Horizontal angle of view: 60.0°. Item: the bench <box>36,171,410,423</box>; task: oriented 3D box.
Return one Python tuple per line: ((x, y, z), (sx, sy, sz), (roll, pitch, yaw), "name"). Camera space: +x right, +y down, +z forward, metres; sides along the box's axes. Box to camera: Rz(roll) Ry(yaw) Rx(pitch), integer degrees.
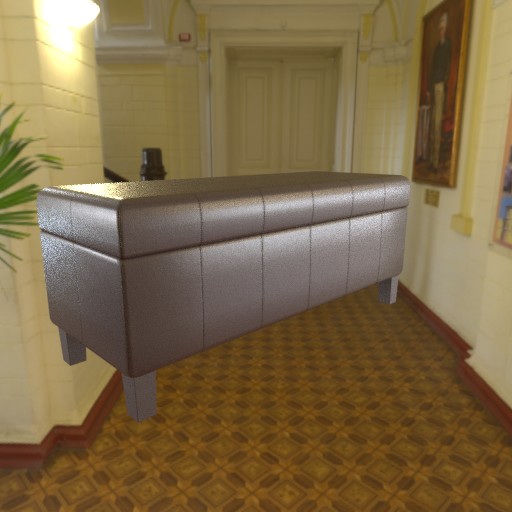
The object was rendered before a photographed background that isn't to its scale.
((0.000, 0.000, 1.345), (1.092, 0.457, 0.429), (-13, 19, -43), "bench")
